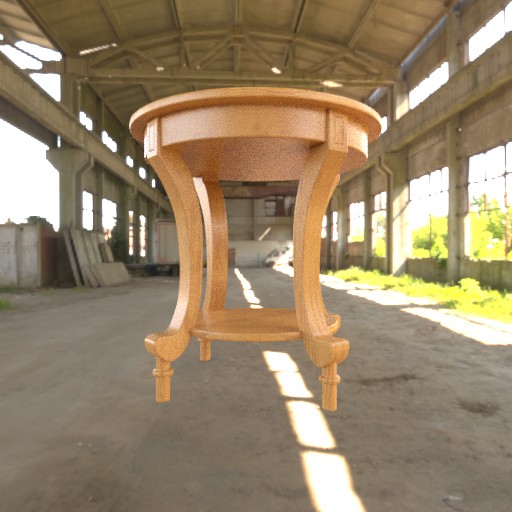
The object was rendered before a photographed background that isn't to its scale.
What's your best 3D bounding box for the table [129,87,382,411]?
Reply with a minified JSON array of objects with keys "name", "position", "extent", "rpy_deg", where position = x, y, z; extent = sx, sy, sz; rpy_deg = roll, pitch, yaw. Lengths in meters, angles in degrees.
[{"name":"table","position":[0.000,0.000,1.092],"extent":[0.597,0.612,0.597],"rpy_deg":[0,1,0]}]
